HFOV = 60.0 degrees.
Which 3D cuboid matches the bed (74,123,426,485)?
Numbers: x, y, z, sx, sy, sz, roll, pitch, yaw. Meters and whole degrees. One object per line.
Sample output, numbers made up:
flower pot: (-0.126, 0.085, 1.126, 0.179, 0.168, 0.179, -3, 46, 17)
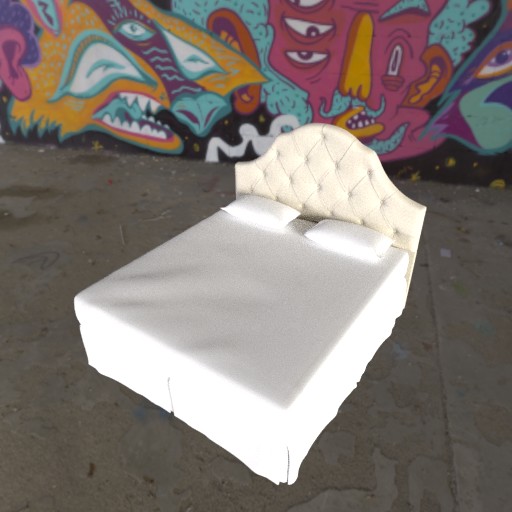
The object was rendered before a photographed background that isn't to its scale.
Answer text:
bed: (0.000, 0.000, 3.541, 2.008, 1.615, 2.214, 20, 37, 29)
